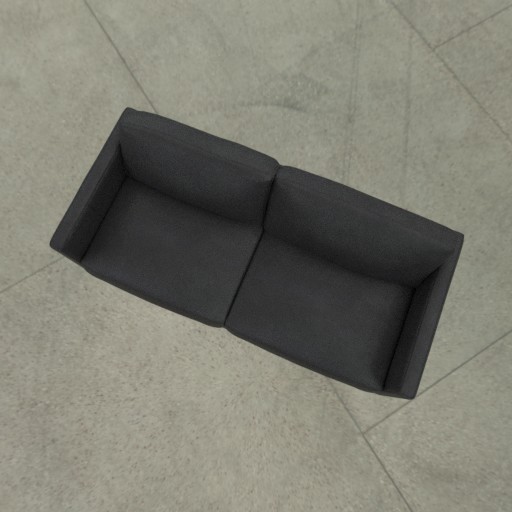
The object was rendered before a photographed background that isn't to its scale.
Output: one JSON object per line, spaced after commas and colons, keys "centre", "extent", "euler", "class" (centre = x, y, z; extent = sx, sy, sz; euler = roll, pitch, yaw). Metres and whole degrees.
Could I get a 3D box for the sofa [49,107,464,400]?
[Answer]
{"centre": [0.000, 0.000, 2.489], "extent": [1.971, 0.863, 0.933], "euler": [22, 76, 6], "class": "sofa"}
